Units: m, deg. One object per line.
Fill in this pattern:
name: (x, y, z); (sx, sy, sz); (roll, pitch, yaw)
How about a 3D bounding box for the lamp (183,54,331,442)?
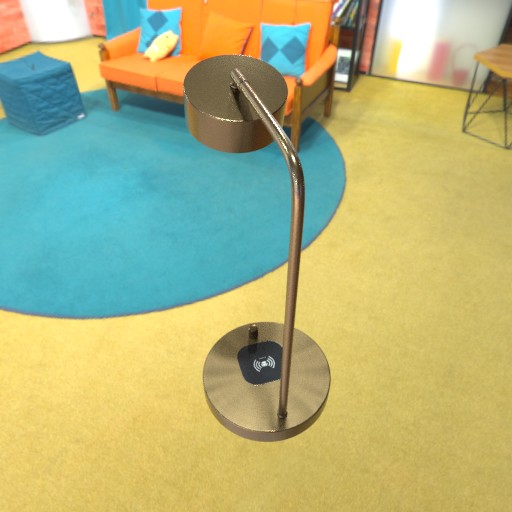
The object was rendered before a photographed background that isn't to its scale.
lamp: (0.000, 0.000, 0.519); (0.171, 0.380, 0.270); (-11, 43, -12)
